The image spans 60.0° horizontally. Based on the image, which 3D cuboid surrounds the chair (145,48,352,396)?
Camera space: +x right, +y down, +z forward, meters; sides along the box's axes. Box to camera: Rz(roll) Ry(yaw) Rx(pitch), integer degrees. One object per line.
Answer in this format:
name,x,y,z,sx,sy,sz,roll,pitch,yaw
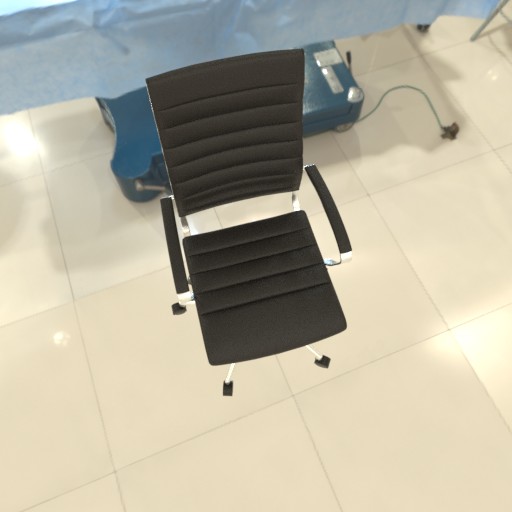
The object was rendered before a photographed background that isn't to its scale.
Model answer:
chair,0.000,0.000,1.577,0.766,1.149,0.739,-14,66,-6
